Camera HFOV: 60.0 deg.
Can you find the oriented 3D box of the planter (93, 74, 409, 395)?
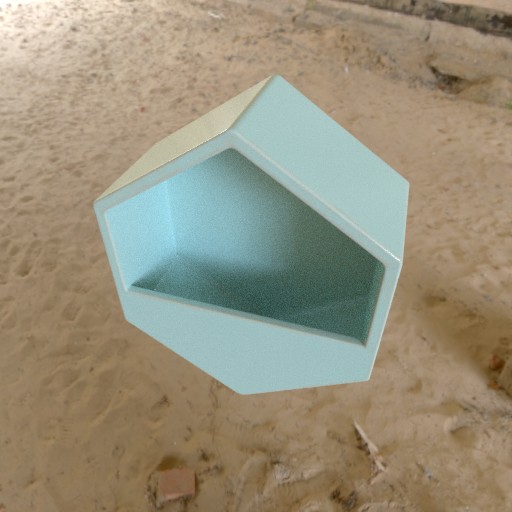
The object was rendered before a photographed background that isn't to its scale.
[{"bbox_3d":[0.000,0.000,0.288,0.169,0.207,0.078,11,42,13],"label":"planter"}]
